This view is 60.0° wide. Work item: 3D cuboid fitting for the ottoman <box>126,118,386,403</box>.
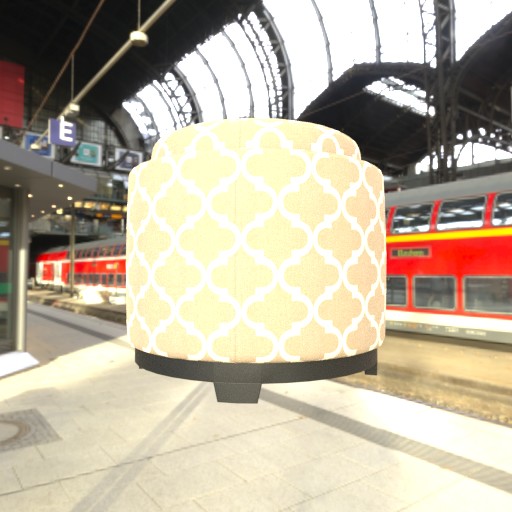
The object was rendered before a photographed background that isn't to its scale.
[{"bbox_3d":[0.000,0.000,0.852,0.480,0.429,0.480,0,-2,0],"label":"ottoman"}]
